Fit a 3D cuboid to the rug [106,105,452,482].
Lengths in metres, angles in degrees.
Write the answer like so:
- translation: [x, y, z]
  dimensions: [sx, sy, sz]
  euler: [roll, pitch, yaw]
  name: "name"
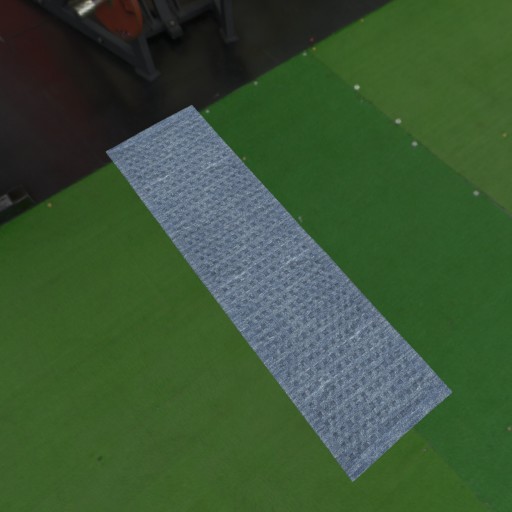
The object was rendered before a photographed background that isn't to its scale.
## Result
- translation: [0.000, 0.000, 2.607]
  dimensions: [0.688, 0.008, 2.443]
  euler: [-34, 69, -15]
  name: "rug"
